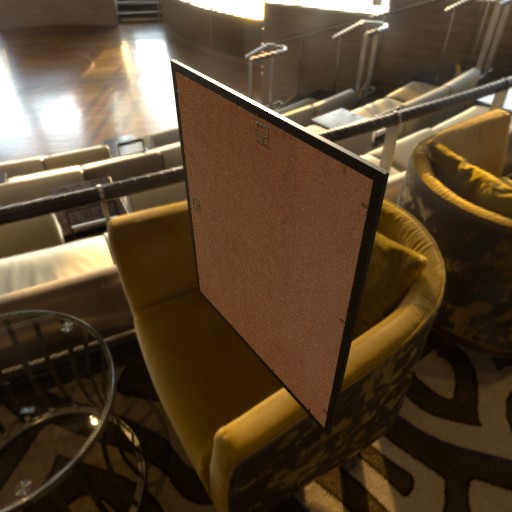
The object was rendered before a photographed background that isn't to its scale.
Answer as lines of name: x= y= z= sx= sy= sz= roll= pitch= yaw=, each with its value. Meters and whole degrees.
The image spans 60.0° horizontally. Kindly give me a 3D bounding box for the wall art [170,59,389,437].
wall art: x=0.000 y=0.000 z=0.938 sx=0.018 sy=0.660 sz=0.559 roll=-26 pitch=47 yaw=-27
